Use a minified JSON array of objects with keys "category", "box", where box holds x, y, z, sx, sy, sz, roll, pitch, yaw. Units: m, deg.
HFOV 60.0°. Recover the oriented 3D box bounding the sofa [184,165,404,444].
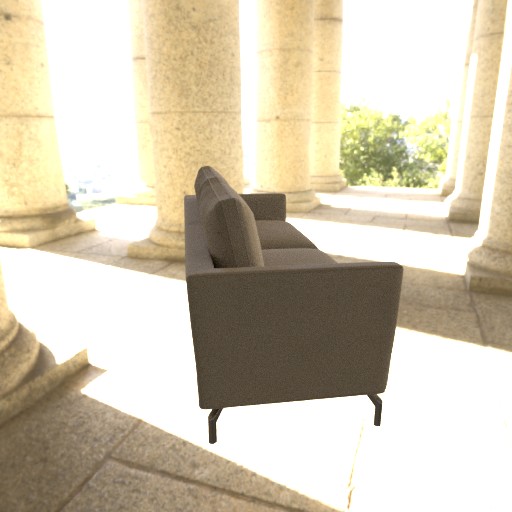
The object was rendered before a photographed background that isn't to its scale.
[{"category":"sofa","box":[0.000,0.000,2.781,0.868,1.005,2.214,-2,16,-9]}]
